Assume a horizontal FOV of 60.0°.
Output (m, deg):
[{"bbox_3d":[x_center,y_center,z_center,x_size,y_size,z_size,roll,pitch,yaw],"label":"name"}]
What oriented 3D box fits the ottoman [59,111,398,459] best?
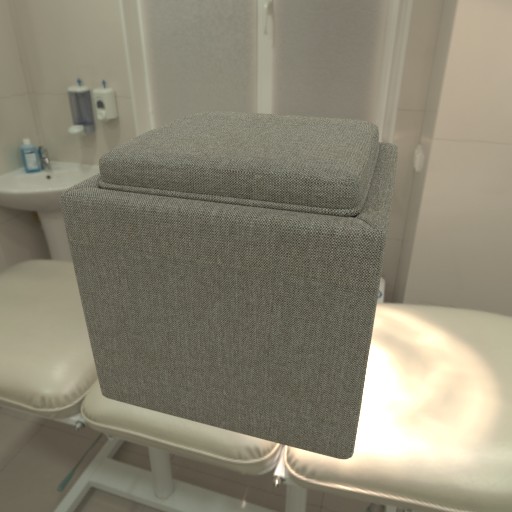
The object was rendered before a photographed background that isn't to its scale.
[{"bbox_3d":[0.000,0.000,0.822,0.450,0.460,0.450,8,29,16],"label":"ottoman"}]
